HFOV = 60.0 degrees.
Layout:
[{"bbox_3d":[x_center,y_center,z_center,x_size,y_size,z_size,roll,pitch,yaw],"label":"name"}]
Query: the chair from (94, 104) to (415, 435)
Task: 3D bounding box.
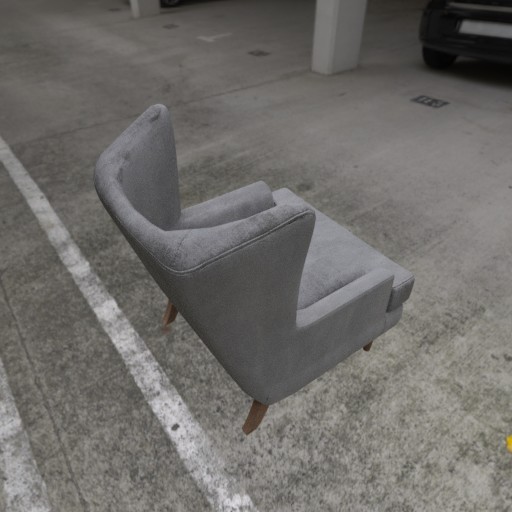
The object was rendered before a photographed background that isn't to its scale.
[{"bbox_3d":[0.000,0.000,1.613,0.906,0.950,0.784,-25,46,-27],"label":"chair"}]
